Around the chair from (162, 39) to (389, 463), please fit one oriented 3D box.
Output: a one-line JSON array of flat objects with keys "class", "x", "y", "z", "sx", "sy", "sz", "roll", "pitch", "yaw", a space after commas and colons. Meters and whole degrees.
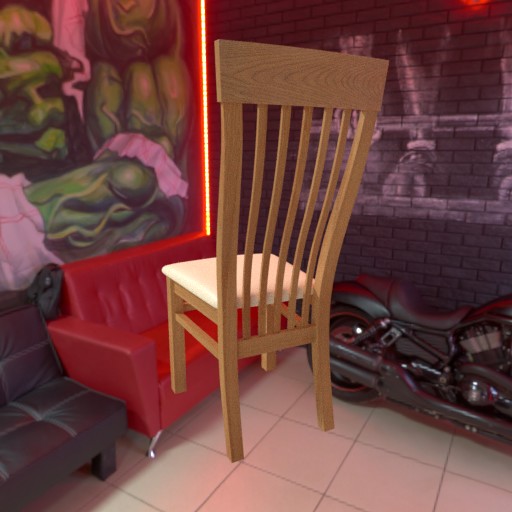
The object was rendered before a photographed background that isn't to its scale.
[{"class": "chair", "x": 0.000, "y": 0.000, "z": 1.342, "sx": 0.450, "sy": 1.050, "sz": 0.580, "roll": -7, "pitch": 14, "yaw": -26}]
